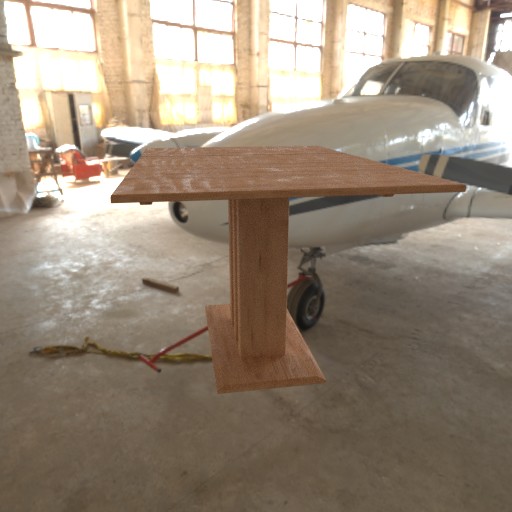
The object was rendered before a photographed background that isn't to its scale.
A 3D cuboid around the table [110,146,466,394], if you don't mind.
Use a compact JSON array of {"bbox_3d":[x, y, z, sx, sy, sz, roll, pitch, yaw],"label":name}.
[{"bbox_3d":[0.000,0.000,1.817,0.900,0.770,1.300,-3,19,-9],"label":"table"}]
